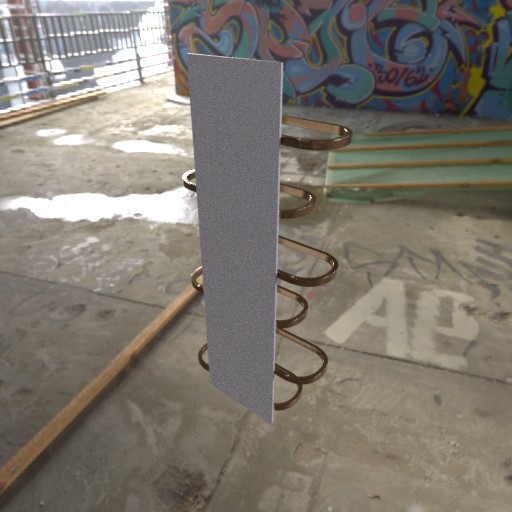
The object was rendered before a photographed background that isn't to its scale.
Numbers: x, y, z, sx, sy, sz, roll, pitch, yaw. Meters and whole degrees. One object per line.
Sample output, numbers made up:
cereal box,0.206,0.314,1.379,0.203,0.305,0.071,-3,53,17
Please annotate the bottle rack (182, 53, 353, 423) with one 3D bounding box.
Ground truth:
bottle rack,0.000,0.000,0.852,0.332,0.709,0.118,22,37,33
